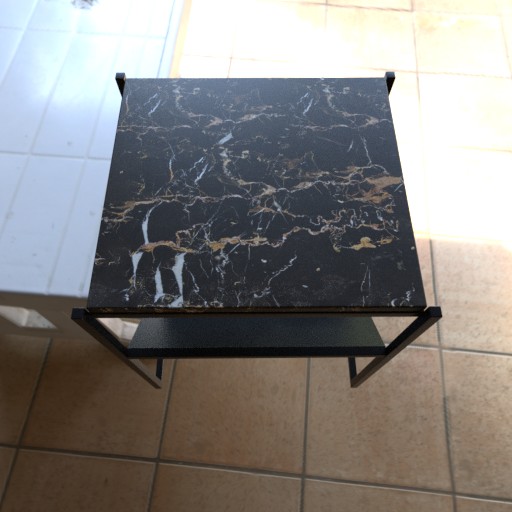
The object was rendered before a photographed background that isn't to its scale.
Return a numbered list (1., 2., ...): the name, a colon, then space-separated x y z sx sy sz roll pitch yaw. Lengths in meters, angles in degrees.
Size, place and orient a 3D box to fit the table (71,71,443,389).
1. table: 0.000 0.000 0.891 0.469 0.534 0.432 0 64 0
